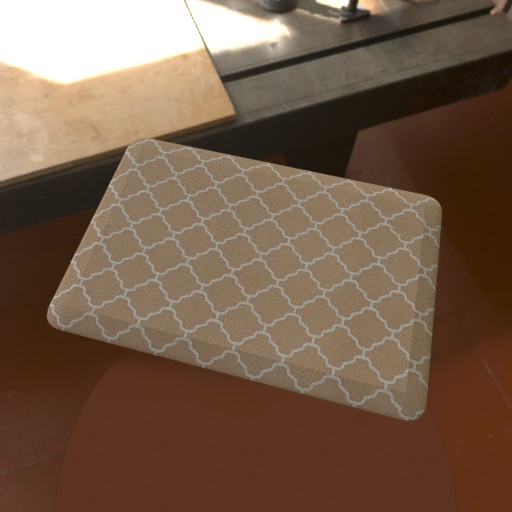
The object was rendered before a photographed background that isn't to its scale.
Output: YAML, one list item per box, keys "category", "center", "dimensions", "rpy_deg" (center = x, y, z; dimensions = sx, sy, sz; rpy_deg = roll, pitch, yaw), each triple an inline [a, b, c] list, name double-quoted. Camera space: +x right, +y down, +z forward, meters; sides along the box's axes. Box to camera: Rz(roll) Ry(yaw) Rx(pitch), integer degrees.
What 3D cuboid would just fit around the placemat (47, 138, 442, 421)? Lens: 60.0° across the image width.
- category: "placemat"
  center: [0.000, 0.000, 0.950]
  dimensions: [0.762, 0.021, 0.508]
  rpy_deg: [13, 64, 6]
